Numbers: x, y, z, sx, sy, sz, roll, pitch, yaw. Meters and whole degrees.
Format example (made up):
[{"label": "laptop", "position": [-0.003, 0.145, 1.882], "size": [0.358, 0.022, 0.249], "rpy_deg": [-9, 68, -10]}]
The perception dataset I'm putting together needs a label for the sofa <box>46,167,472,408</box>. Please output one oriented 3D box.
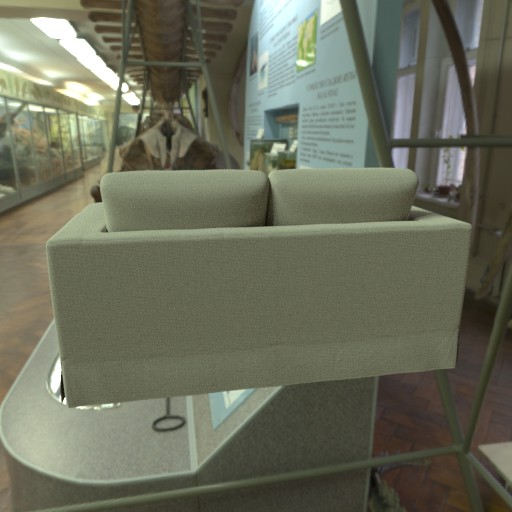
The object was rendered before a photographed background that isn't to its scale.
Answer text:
[{"label": "sofa", "position": [0.000, 0.000, 2.321], "size": [1.813, 0.932, 1.009], "rpy_deg": [-3, 15, -10]}]
